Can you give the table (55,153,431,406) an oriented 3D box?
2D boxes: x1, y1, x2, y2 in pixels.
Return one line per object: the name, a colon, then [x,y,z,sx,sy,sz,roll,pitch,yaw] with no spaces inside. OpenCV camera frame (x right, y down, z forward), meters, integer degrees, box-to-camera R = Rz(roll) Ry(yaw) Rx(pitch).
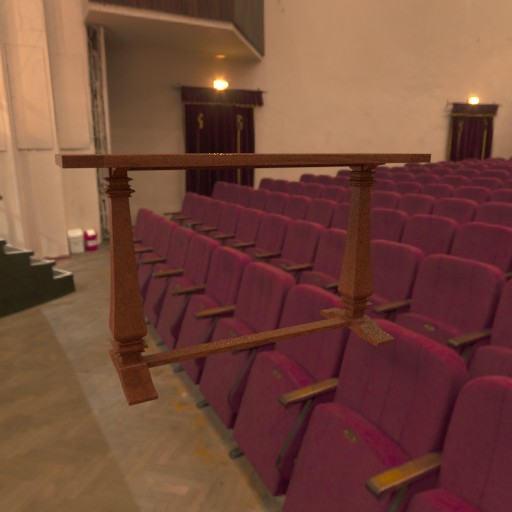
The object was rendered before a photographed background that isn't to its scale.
table: [0.000,0.000,1.897,1.478,0.852,0.461,-6,15,-25]
